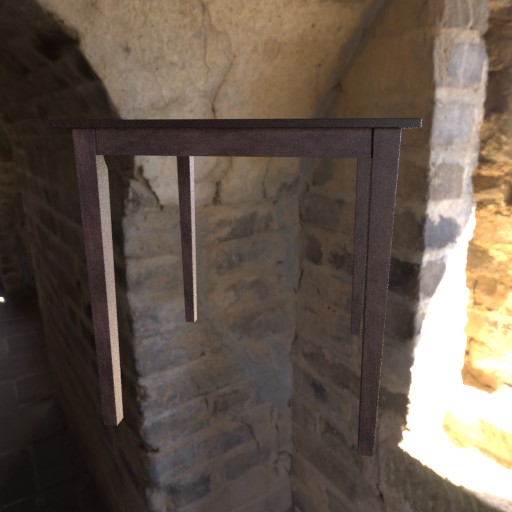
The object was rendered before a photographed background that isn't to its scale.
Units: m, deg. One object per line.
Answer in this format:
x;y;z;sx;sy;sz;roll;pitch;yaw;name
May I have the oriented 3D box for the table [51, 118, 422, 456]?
0.000;0.000;1.332;0.749;0.770;0.749;3;16;10;table
